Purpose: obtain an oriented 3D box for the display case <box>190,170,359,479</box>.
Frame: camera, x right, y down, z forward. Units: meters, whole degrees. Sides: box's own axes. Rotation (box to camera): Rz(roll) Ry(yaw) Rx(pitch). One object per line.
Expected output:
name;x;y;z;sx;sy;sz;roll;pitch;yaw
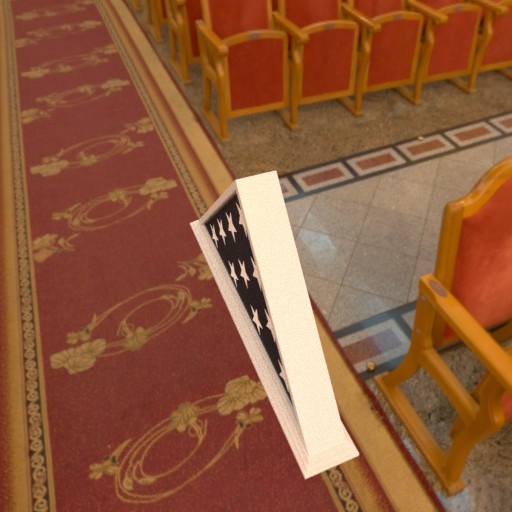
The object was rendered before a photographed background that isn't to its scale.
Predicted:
display case;0.000;0.000;0.781;0.095;0.340;0.640;-16;47;-15
